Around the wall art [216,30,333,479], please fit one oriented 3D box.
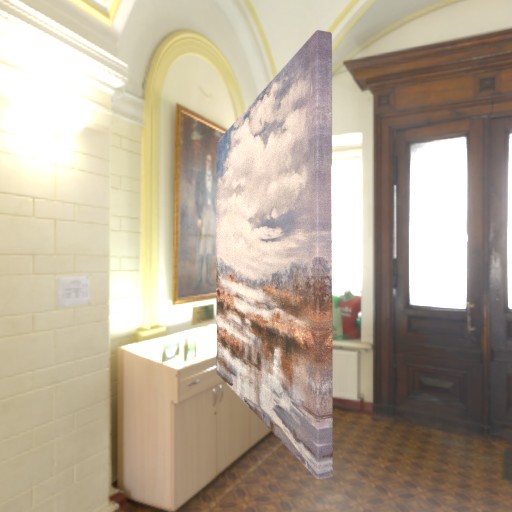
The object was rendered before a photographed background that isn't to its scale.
[{"bbox_3d":[0.000,0.000,1.487,0.040,1.020,1.010,0,-1,-18],"label":"wall art"}]
